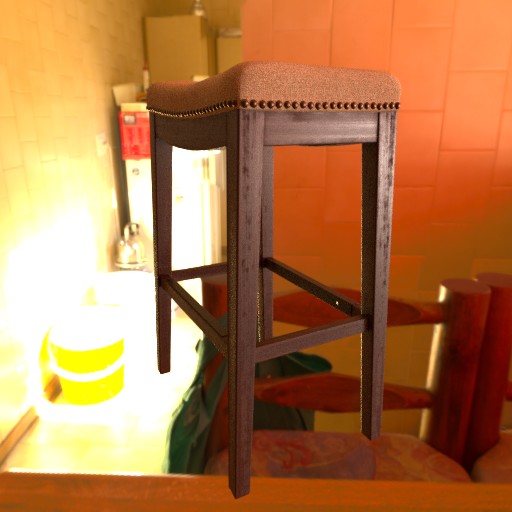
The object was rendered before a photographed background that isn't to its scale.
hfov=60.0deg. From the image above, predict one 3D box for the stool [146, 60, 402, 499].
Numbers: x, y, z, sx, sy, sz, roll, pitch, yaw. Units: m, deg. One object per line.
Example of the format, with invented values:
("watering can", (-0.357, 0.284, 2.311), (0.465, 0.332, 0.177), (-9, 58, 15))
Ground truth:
("stool", (0.000, 0.000, 1.010), (0.363, 0.768, 0.509), (-9, 20, -27))
